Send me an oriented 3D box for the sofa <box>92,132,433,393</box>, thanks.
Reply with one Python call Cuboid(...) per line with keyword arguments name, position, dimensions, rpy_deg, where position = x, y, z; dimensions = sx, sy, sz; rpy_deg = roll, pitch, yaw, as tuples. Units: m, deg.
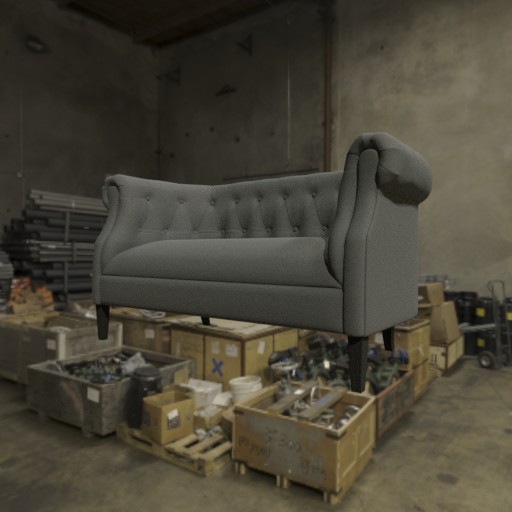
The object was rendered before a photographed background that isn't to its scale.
Cuboid(name="sofa", position=(0.000, 0.000, 2.072), dimensions=(1.558, 0.827, 0.835), rpy_deg=(1, 1, 37))
